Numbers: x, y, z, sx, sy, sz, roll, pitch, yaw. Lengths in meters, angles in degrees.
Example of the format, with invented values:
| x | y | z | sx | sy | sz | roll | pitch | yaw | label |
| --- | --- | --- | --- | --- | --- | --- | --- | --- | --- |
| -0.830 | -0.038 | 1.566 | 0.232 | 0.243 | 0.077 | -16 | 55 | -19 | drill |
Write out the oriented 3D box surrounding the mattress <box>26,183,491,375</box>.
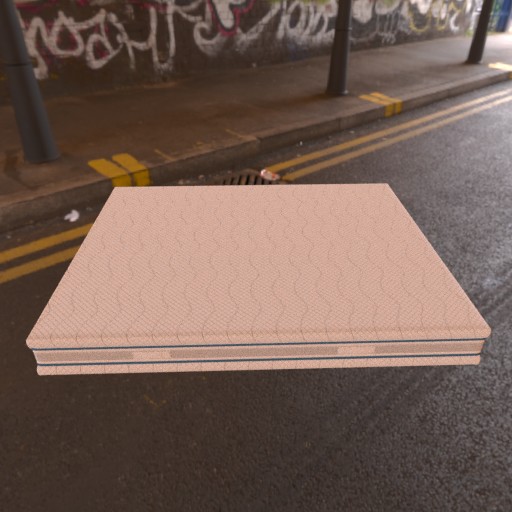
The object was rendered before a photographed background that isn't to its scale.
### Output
| x | y | z | sx | sy | sz | roll | pitch | yaw | label |
| --- | --- | --- | --- | --- | --- | --- | --- | --- | --- |
| 0.000 | 0.000 | 2.623 | 2.000 | 0.230 | 1.600 | -1 | 32 | -2 | mattress |
